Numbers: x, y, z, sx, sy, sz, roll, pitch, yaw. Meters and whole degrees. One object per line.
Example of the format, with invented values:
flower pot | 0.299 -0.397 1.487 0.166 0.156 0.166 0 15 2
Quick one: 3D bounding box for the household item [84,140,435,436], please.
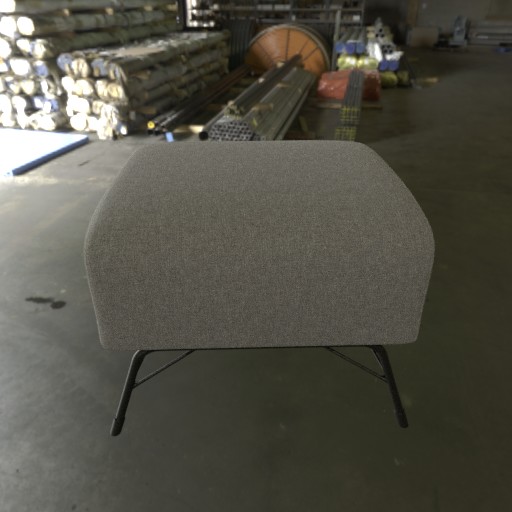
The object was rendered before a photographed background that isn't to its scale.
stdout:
household item | 0.000 0.000 0.906 0.530 0.410 0.530 -1 30 -2
